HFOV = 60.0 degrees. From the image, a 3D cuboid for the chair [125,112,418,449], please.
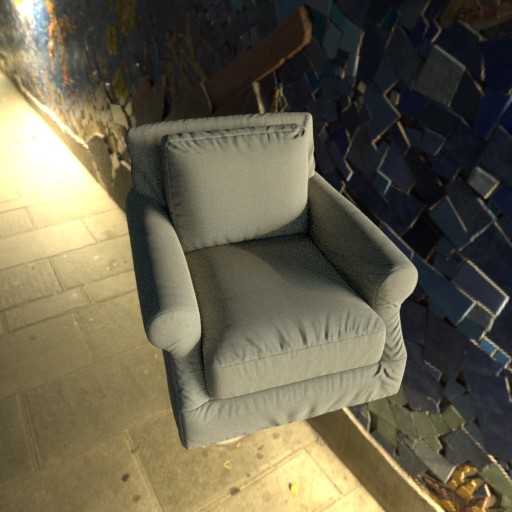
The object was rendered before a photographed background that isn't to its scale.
[{"bbox_3d":[0.000,0.000,1.760,0.940,0.866,1.066,-9,34,-14],"label":"chair"}]
